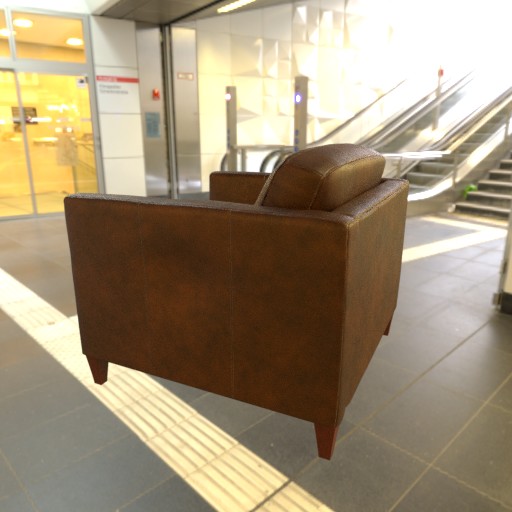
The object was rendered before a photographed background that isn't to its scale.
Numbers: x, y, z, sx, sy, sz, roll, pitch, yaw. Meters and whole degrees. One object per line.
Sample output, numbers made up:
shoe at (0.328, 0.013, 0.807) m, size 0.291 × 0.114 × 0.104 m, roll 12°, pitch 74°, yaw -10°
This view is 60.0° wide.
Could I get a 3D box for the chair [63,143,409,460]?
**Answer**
chair at (0.000, 0.000, 1.738) m, size 0.975 × 0.864 × 0.990 m, roll 8°, pitch 18°, yaw 25°
